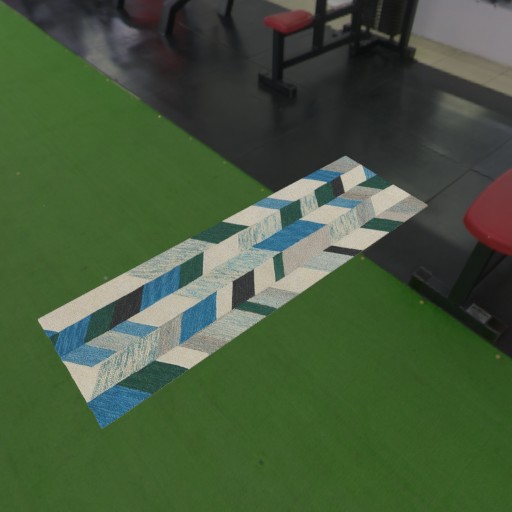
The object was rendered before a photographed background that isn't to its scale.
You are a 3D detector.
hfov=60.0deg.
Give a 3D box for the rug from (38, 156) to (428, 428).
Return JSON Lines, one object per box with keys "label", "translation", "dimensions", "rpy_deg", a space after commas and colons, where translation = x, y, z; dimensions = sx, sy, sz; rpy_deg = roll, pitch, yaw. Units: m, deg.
{"label": "rug", "translation": [0.000, 0.000, 2.730], "dimensions": [2.437, 0.008, 0.774], "rpy_deg": [-31, 54, -25]}
